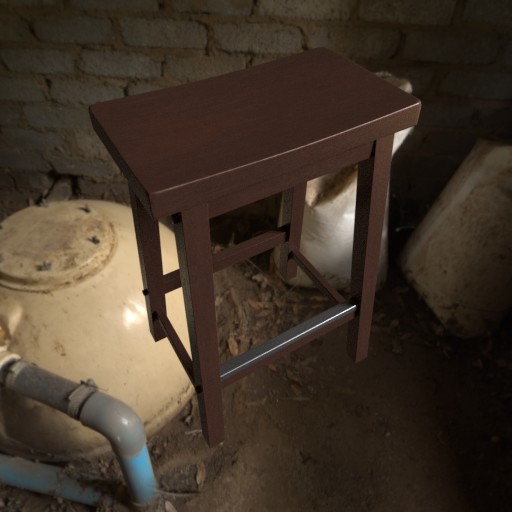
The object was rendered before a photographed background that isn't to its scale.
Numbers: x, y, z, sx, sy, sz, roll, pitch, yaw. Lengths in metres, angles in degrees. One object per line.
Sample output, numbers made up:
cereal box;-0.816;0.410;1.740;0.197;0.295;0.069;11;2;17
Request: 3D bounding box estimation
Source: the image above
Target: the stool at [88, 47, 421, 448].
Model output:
stool;0.000;0.000;0.831;0.406;0.610;0.322;-23;51;-21
